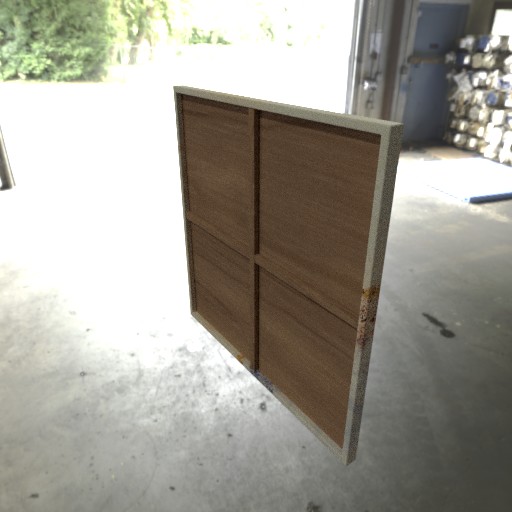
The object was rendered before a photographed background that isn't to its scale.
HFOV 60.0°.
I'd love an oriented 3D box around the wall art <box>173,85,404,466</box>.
[{"bbox_3d":[0.000,0.000,1.323,0.038,0.889,0.889,-17,31,-31],"label":"wall art"}]
